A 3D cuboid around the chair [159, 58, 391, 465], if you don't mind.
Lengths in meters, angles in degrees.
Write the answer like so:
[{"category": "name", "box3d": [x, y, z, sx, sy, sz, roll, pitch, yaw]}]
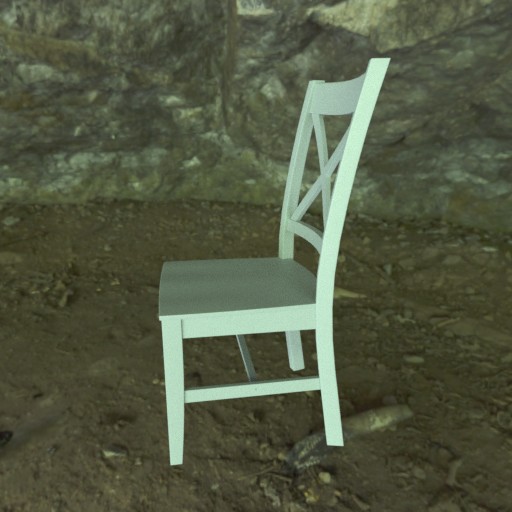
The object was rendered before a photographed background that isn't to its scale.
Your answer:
[{"category": "chair", "box3d": [0.000, 0.000, 1.260, 0.542, 0.983, 0.485, -3, 16, -9]}]
